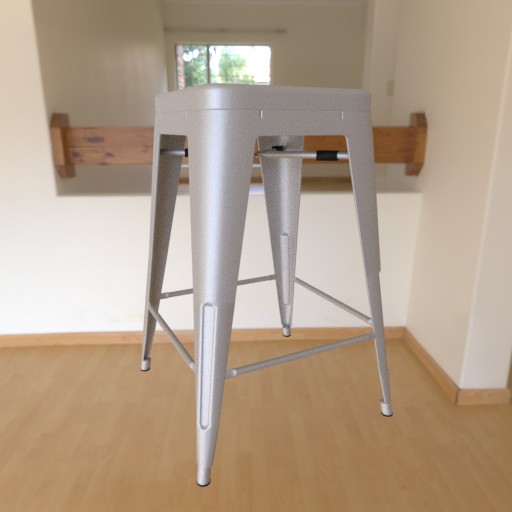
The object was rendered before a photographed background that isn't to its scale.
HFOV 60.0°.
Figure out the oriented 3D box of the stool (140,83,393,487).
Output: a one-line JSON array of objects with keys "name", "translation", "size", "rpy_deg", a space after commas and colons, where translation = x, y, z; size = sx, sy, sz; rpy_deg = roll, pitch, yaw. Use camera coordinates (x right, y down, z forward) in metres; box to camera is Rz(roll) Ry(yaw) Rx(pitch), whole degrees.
[{"name": "stool", "translation": [0.000, 0.000, 0.877], "size": [0.410, 0.608, 0.410], "rpy_deg": [-8, 18, -26]}]
